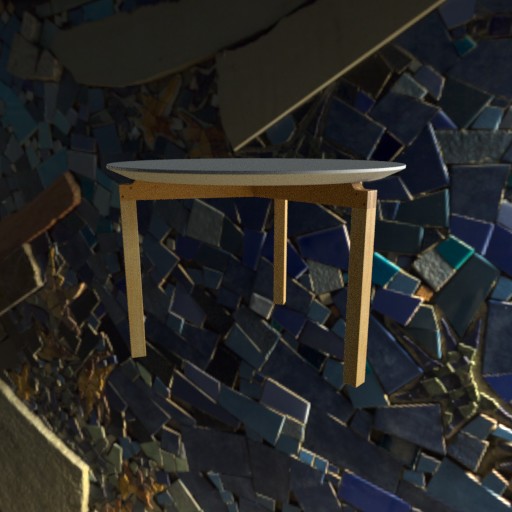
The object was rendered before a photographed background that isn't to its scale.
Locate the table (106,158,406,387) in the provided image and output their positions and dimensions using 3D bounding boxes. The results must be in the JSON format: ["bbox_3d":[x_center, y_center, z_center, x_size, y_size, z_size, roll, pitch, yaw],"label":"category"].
[{"bbox_3d":[0.000,0.000,0.983,0.600,0.405,0.600,0,14,0],"label":"table"}]
